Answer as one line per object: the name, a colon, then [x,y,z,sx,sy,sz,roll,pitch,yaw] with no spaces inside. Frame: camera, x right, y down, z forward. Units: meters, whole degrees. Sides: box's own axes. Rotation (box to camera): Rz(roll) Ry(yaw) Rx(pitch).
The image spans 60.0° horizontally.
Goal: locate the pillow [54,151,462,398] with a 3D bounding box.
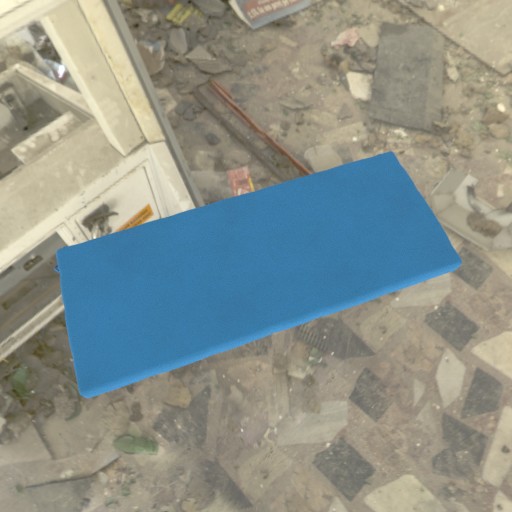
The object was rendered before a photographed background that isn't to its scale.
pillow: [0.000,0.000,1.357,1.187,0.081,0.492,-18,65,-9]
